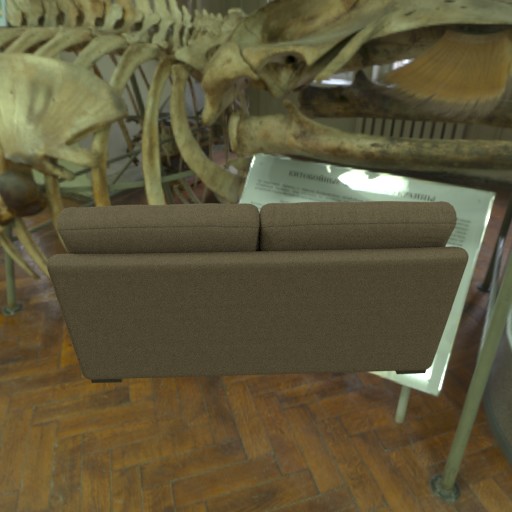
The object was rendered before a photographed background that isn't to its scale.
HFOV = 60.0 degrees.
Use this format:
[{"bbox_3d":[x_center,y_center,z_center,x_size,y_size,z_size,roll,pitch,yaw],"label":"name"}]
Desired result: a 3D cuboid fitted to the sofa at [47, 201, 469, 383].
[{"bbox_3d":[0.000,0.000,2.497,1.869,0.950,1.140,-1,30,-2],"label":"sofa"}]
